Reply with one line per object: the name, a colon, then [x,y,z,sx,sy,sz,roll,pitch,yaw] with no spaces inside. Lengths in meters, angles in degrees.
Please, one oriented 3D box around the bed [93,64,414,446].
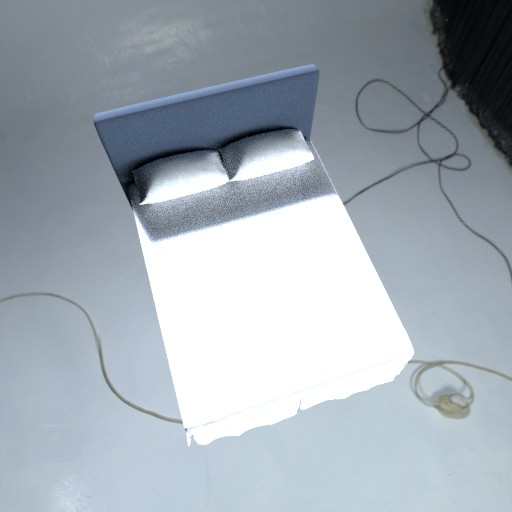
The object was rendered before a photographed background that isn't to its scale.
bed: [0.000,0.000,3.258,1.713,1.330,2.162,-16,64,-8]
